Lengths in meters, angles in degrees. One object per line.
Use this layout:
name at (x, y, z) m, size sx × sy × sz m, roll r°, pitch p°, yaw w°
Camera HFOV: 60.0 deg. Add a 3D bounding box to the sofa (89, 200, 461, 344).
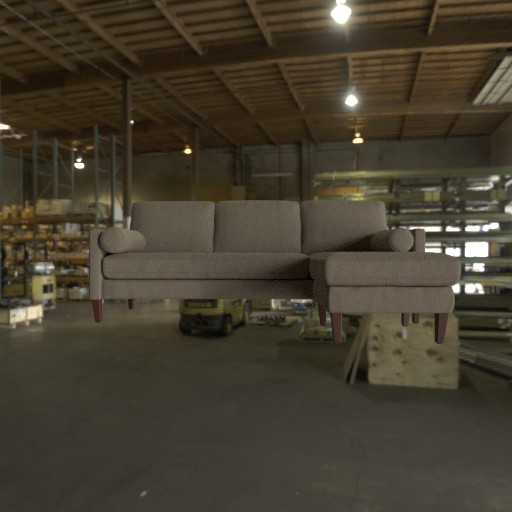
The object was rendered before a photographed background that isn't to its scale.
sofa at (0.000, 0.000, 2.912) m, size 2.178 × 0.875 × 1.506 m, roll 0°, pitch 0°, yaw 1°
